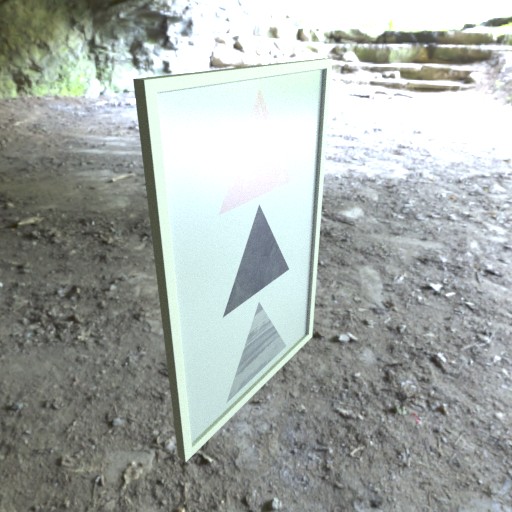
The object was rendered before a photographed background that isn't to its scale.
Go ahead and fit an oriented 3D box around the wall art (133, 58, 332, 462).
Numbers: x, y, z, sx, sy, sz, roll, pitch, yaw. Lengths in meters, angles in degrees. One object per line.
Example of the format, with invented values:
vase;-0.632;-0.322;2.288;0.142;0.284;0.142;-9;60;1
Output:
wall art;0.000;0.000;0.548;0.013;0.433;0.303;19;33;32
